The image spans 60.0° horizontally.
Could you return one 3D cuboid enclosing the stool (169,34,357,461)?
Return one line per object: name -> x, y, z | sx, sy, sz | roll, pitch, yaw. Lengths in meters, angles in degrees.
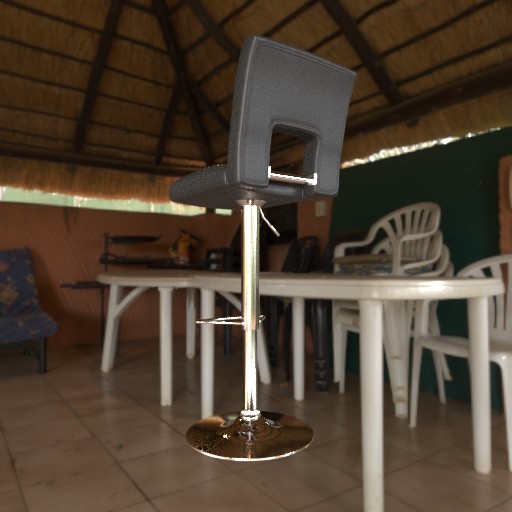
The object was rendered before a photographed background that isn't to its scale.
stool -> 0.000, 0.000, 1.427 | 0.415, 1.151, 0.520 | 1, -2, -36
